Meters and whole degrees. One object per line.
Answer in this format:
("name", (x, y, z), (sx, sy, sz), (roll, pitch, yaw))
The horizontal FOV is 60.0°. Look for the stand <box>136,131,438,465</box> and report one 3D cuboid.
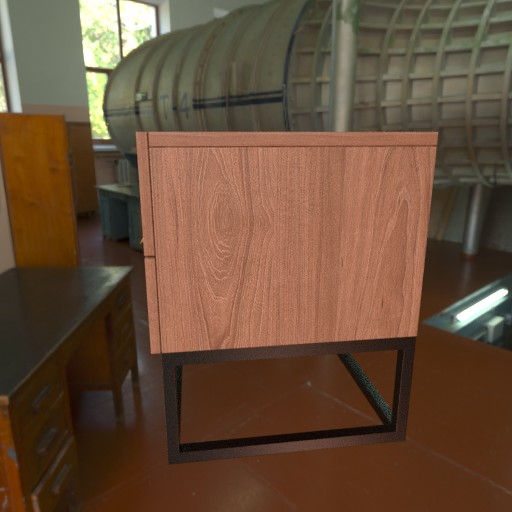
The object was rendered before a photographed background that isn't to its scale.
("stand", (0.000, 0.000, 0.932), (0.420, 0.500, 0.600), (-2, 16, -8))
